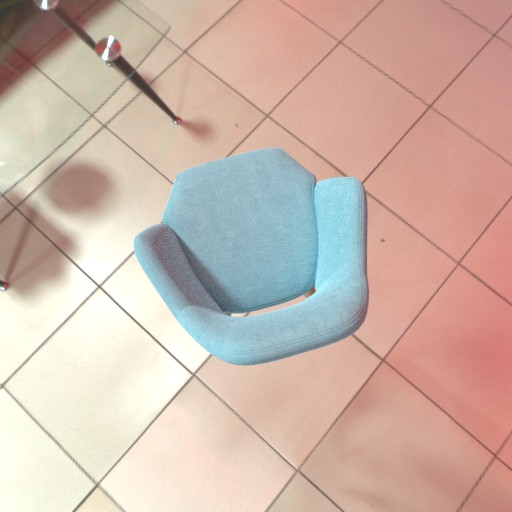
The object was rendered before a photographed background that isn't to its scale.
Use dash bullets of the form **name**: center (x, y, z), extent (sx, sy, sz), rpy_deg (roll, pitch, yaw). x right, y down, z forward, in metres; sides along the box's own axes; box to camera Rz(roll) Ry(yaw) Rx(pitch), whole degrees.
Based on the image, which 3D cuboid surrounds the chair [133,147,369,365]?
- **chair**: center (0.000, 0.000, 1.281), extent (0.590, 0.840, 0.610), rpy_deg (-15, 76, -4)
